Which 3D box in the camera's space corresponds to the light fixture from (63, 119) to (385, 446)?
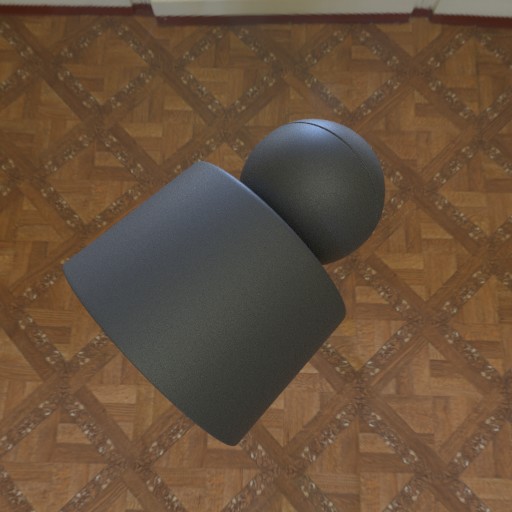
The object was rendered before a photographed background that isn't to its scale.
[{"bbox_3d":[0.000,0.000,0.264,0.160,0.143,0.134,-44,80,-10],"label":"light fixture"}]
